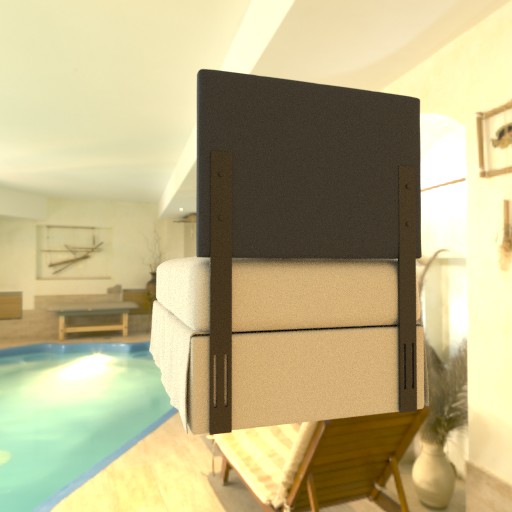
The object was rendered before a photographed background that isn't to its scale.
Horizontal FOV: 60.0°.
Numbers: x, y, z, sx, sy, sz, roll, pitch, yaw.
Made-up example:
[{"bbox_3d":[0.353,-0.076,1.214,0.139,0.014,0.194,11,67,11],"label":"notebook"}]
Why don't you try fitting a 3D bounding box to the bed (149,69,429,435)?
[{"bbox_3d":[0.000,0.000,2.983,1.261,1.571,1.997,0,-1,-18],"label":"bed"}]
